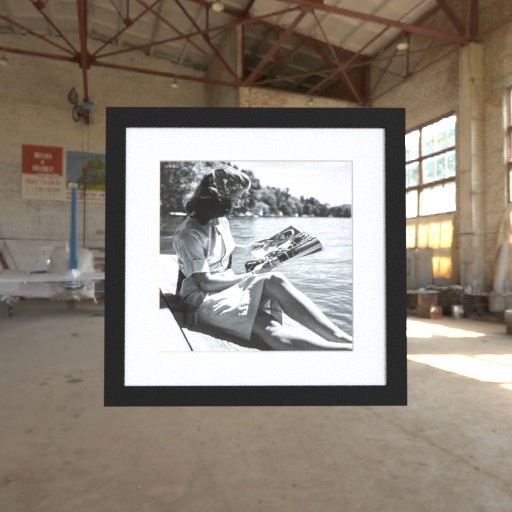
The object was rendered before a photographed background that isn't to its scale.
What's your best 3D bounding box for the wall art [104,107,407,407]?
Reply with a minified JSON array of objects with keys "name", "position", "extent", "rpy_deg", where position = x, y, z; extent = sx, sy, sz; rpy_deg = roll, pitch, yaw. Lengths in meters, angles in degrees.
[{"name":"wall art","position":[0.000,0.000,0.694],"extent":[0.462,0.458,0.030],"rpy_deg":[0,-1,-1]}]
